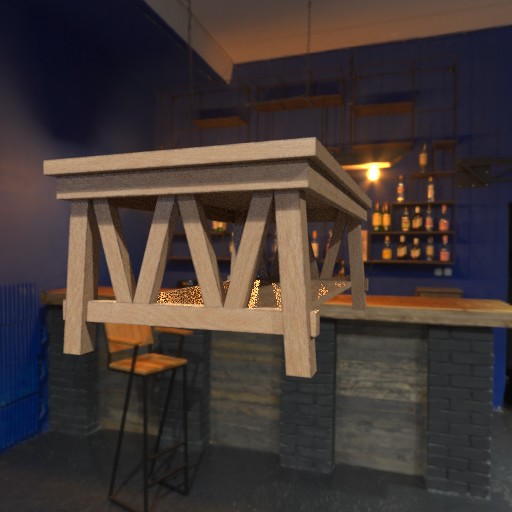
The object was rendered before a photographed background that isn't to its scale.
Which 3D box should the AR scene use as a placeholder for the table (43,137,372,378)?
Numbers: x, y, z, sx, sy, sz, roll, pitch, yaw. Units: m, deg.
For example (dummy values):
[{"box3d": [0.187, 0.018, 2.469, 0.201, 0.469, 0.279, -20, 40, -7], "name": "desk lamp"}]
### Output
[{"box3d": [0.000, 0.000, 1.625, 0.711, 0.507, 1.270, 0, 1, 20], "name": "table"}]
